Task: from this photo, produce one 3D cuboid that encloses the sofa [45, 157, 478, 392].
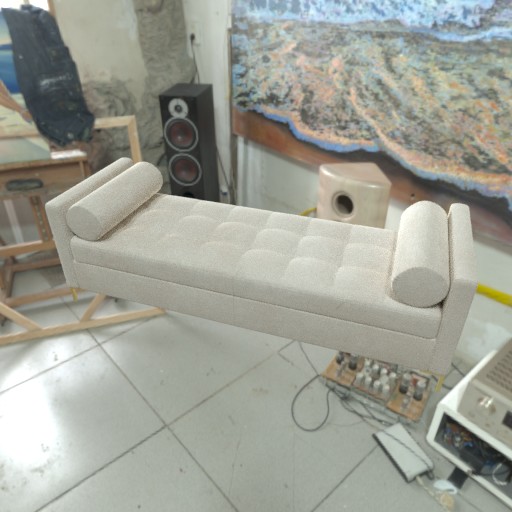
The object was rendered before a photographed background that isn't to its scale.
[{"bbox_3d":[0.000,0.000,2.338,1.981,0.635,0.686,11,35,16],"label":"sofa"}]
